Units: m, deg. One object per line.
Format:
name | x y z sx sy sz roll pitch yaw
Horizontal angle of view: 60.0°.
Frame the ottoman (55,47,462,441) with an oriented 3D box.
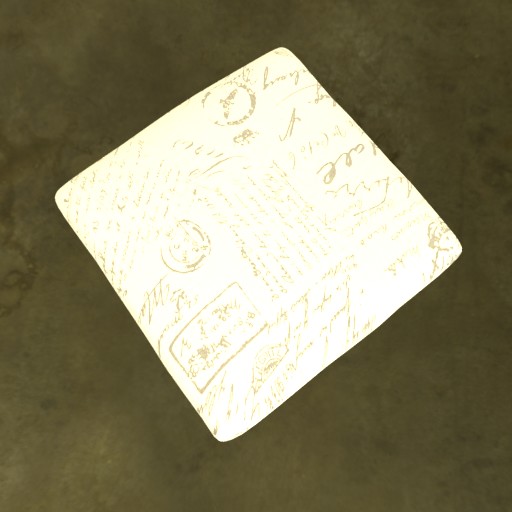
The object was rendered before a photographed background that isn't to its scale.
ottoman | 0.000 0.000 0.839 0.449 0.457 0.450 -36 78 -9
